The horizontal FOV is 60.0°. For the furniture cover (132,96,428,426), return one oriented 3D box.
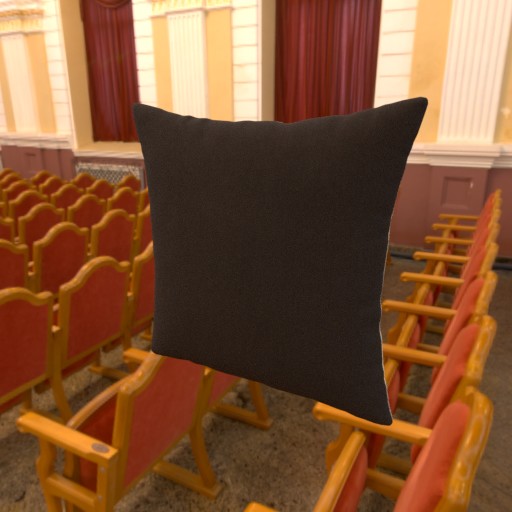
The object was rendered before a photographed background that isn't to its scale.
[{"bbox_3d":[0.000,0.000,0.767,0.511,0.509,0.161,9,19,27],"label":"furniture cover"}]
